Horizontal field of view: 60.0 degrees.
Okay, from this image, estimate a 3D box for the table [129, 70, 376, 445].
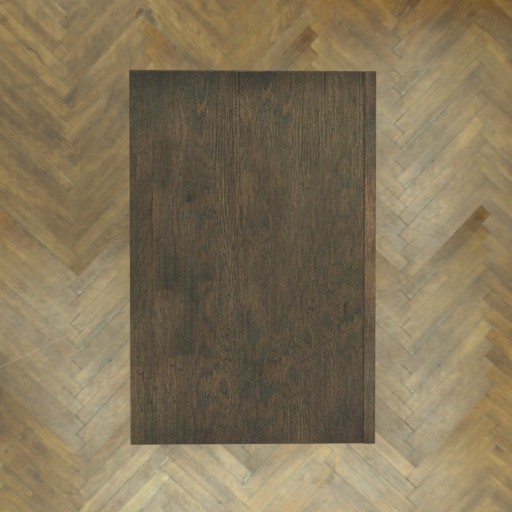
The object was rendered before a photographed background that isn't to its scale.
[{"bbox_3d":[0.000,0.000,1.280,0.542,0.746,0.767,0,91,-1],"label":"table"}]
